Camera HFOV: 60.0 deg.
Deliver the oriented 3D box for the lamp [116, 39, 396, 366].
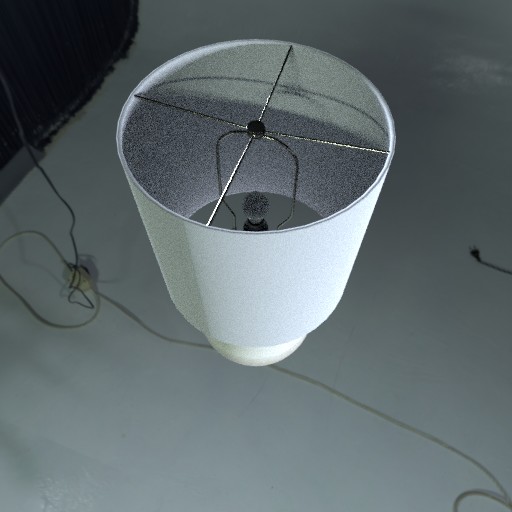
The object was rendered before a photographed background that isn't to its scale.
[{"bbox_3d":[0.000,0.000,0.520,0.217,0.404,0.217,15,60,9],"label":"lamp"}]
